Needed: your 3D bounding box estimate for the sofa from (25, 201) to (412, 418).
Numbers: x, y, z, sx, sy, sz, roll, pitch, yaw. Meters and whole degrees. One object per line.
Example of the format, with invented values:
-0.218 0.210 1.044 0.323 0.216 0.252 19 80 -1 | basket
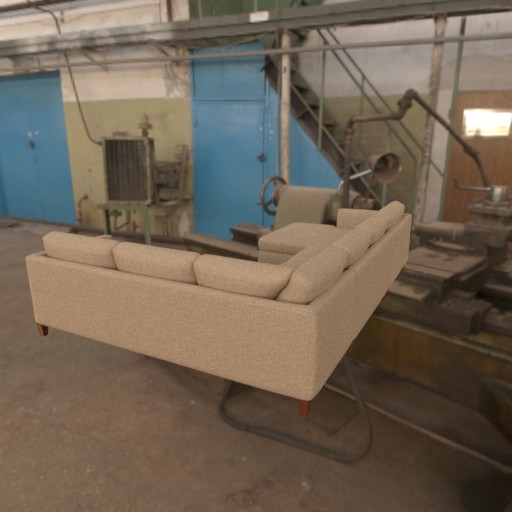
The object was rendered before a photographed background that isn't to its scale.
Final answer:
0.000 0.000 4.549 2.551 0.889 3.403 8 18 26 | sofa
